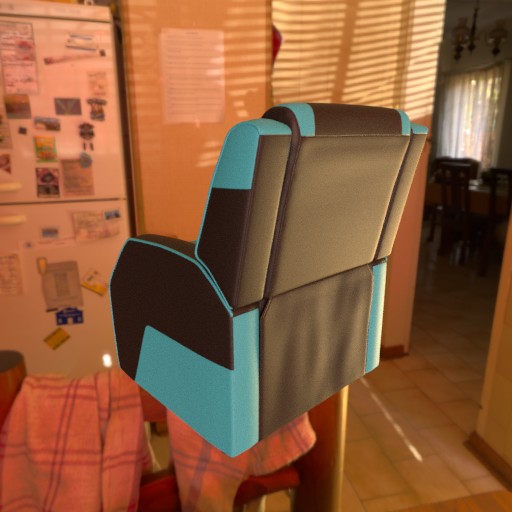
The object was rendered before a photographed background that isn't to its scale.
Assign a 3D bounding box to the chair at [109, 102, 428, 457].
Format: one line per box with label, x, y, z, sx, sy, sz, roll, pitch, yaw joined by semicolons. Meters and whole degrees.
chair;0.000;0.000;1.277;0.620;0.805;0.672;-14;21;-41
